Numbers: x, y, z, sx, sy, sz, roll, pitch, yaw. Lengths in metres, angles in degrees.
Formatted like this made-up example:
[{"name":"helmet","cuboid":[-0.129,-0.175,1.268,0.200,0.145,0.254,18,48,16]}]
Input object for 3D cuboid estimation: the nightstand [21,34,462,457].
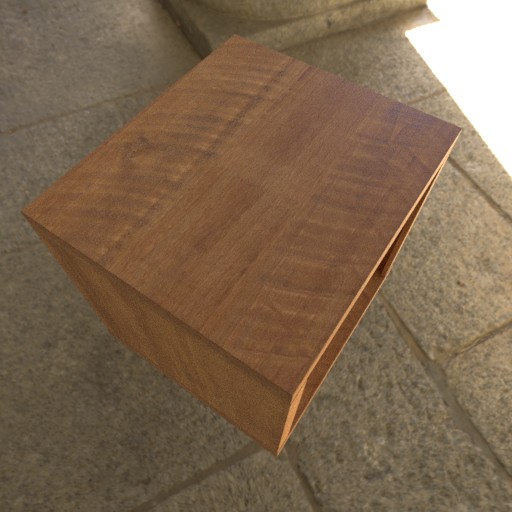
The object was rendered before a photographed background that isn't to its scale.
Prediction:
[{"name":"nightstand","cuboid":[0.000,0.000,0.846,0.436,0.491,0.493,30,63,17]}]
